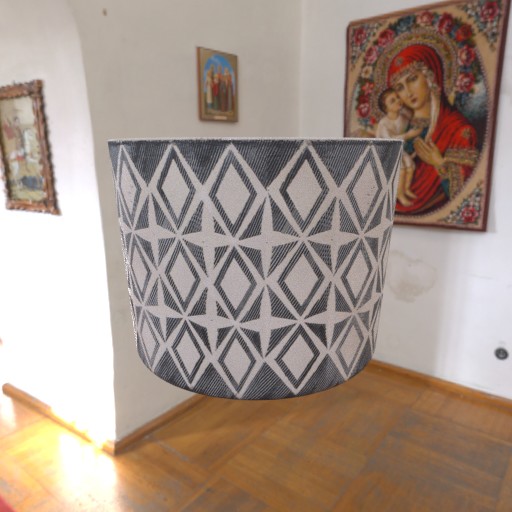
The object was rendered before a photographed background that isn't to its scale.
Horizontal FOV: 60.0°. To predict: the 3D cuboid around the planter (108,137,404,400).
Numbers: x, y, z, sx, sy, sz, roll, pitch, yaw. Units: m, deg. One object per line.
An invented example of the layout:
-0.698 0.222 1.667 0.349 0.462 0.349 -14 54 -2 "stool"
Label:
0.000 0.000 0.434 0.260 0.220 0.260 0 14 0 "planter"
